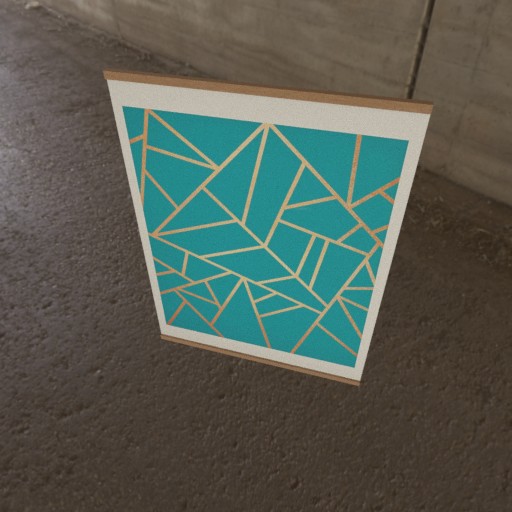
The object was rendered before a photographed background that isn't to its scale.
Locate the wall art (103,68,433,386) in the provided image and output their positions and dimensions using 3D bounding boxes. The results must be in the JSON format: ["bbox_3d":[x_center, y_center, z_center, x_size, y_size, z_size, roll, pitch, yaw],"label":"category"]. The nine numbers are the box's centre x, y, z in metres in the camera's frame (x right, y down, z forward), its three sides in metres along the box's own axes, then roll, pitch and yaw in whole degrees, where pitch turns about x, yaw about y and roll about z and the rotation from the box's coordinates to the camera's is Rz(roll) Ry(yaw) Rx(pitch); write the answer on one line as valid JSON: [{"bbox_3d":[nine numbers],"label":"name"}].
[{"bbox_3d":[0.000,0.000,0.797,0.459,0.608,0.012,11,42,12],"label":"wall art"}]
